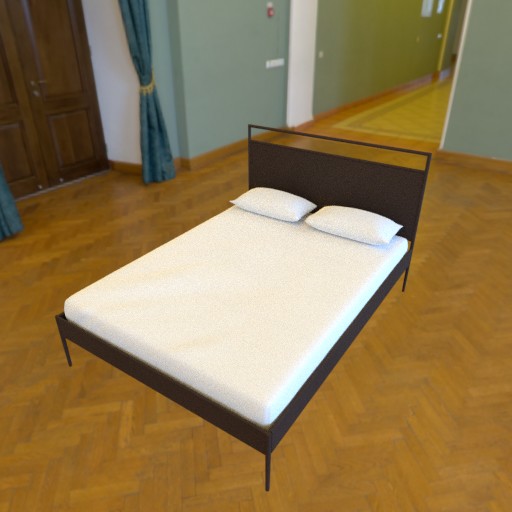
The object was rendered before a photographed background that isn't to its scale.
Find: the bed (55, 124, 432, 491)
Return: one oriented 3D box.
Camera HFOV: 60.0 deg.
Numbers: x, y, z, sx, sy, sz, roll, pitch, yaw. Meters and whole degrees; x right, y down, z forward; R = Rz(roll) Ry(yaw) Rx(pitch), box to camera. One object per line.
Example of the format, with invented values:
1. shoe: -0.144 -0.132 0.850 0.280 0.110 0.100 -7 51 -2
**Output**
1. bed: 0.000 0.000 3.027 1.572 1.173 2.122 18 34 29
